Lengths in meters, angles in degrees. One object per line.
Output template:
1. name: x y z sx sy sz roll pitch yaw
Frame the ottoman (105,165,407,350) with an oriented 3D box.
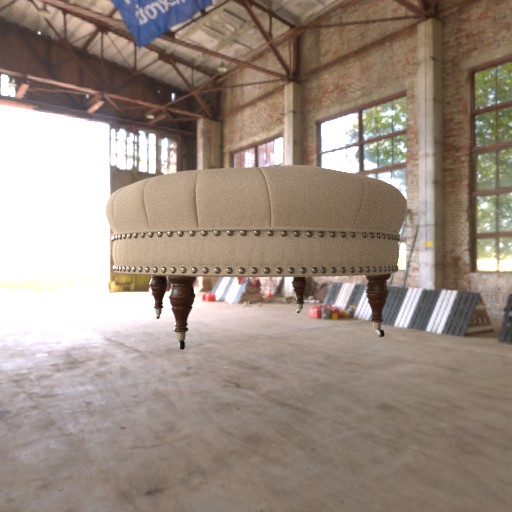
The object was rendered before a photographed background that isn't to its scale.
1. ottoman: 0.000 0.000 1.382 0.901 0.439 0.901 0 0 0
